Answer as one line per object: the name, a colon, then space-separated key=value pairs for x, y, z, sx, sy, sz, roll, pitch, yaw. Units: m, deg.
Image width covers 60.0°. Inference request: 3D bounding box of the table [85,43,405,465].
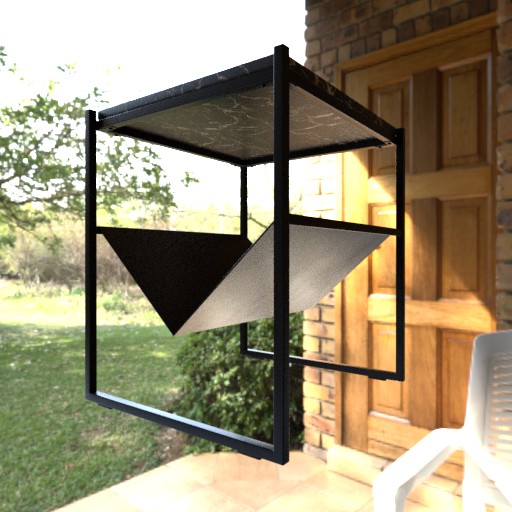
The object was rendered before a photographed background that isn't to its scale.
table: x=0.000 y=0.000 z=0.870 sx=0.432 sy=0.534 sz=0.469 roll=0 pitch=0 yaw=37
